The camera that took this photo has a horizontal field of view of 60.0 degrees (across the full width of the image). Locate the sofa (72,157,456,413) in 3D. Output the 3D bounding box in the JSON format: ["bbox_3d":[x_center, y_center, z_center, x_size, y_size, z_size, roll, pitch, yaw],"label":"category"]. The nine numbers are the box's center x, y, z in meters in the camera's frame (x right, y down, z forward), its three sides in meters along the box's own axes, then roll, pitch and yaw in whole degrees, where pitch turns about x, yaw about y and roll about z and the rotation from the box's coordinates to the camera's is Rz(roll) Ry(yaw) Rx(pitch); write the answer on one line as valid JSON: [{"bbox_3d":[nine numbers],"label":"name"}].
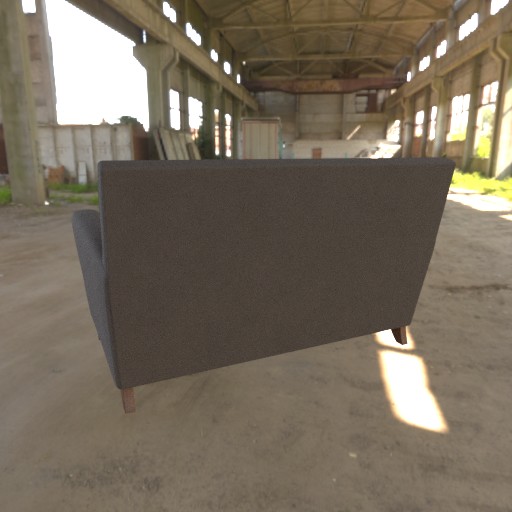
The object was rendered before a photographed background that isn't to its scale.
[{"bbox_3d":[0.000,0.000,1.941,1.420,0.846,0.871,-6,15,-25],"label":"sofa"}]
